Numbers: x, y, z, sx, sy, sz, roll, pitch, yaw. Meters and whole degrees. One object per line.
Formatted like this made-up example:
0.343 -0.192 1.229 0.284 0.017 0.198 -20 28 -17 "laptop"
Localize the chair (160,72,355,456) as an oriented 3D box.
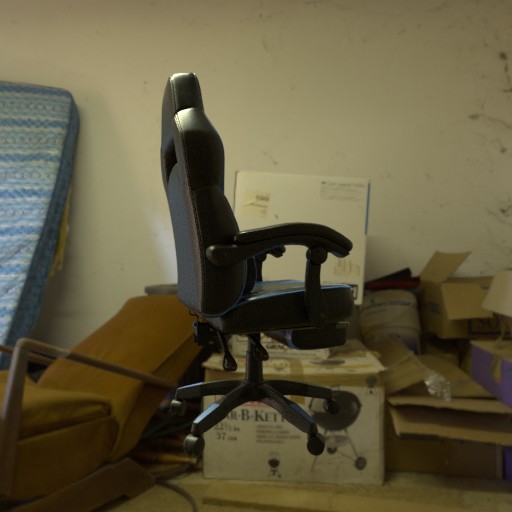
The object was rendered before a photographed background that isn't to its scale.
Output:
0.000 0.000 1.710 0.700 1.280 0.700 0 0 -18 "chair"
